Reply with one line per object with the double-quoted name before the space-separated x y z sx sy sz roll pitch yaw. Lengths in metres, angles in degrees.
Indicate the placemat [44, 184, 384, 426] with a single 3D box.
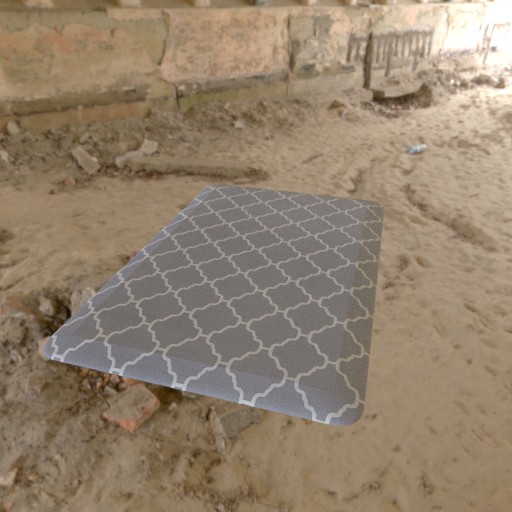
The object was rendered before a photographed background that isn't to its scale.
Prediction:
"placemat" 0.000 0.000 0.946 0.508 0.021 0.762 8 31 14
